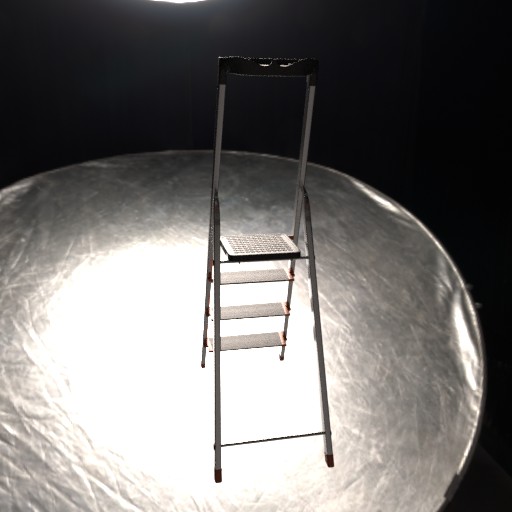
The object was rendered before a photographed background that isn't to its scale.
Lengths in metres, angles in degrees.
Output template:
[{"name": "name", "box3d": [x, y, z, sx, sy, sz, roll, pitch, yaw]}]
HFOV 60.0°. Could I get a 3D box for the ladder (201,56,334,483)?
[{"name": "ladder", "box3d": [0.000, 0.000, 1.810, 0.452, 1.429, 0.834, -3, 17, -10]}]
